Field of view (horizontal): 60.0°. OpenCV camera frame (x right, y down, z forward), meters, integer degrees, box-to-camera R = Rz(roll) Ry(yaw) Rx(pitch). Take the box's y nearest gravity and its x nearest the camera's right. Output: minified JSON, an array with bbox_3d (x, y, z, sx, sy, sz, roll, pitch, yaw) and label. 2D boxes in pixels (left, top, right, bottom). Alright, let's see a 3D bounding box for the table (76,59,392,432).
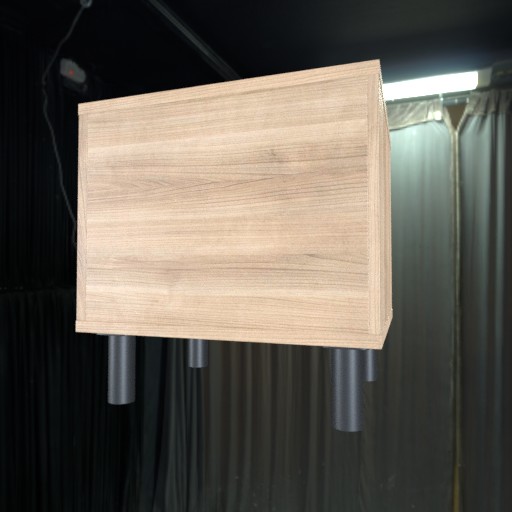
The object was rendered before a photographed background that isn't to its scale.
[{"bbox_3d":[0.000,0.000,0.779,0.445,0.460,0.380,-1,-2,19],"label":"table"}]
